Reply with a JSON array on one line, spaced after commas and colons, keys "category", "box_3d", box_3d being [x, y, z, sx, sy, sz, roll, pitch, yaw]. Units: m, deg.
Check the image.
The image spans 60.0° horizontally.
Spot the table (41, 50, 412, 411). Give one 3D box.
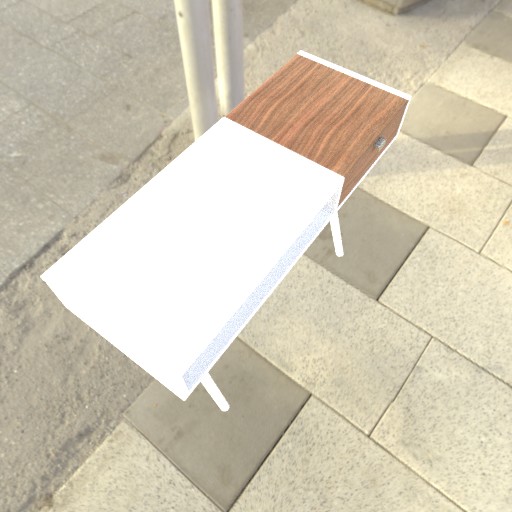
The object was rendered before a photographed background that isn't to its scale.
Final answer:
[{"category": "table", "box_3d": [0.000, 0.000, 1.488, 0.418, 0.785, 1.066, 32, 62, 19]}]
